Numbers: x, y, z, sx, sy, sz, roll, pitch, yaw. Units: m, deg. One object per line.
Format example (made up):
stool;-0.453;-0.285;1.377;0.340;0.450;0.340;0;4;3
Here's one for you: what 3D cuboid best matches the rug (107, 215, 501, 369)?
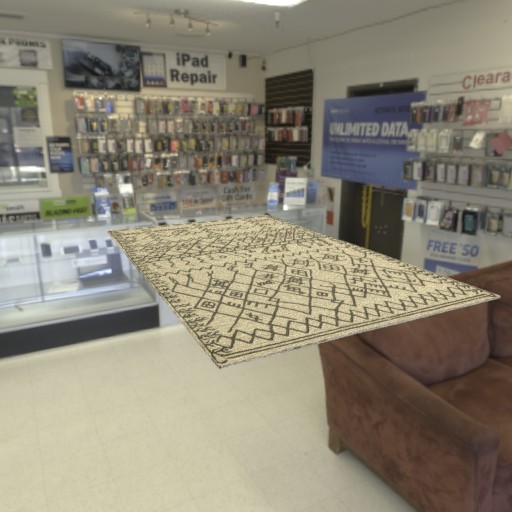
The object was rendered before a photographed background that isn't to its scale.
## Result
rug;0.000;0.000;2.942;1.530;0.012;2.444;-8;18;-26
